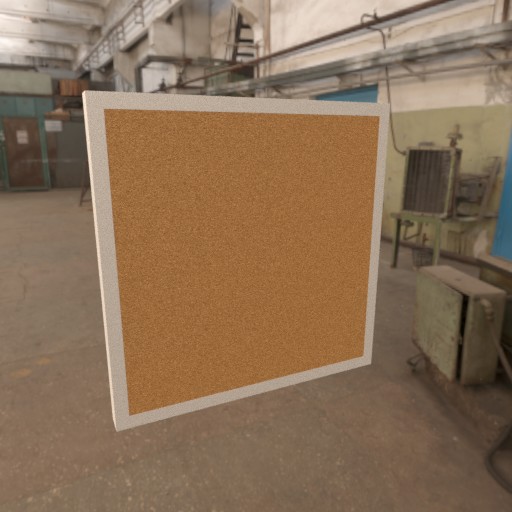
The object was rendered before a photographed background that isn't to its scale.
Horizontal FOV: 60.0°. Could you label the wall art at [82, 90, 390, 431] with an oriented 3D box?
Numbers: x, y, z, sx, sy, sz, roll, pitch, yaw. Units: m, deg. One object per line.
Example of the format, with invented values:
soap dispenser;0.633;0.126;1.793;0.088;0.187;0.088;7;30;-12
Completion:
wall art;0.000;0.000;0.759;0.507;0.508;0.038;-7;16;-25
